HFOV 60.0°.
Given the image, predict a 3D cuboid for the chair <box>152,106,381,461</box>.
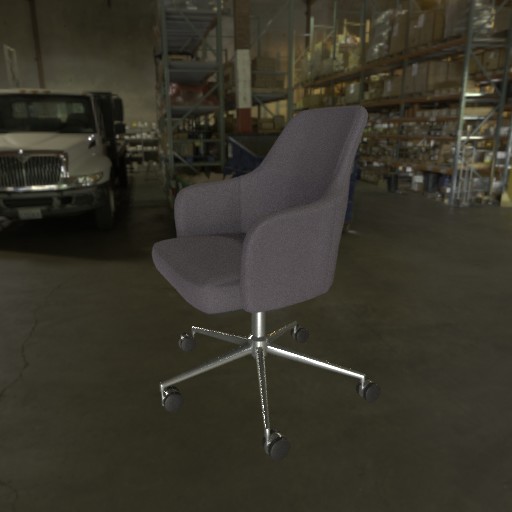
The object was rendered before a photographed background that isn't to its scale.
[{"bbox_3d":[0.000,0.000,1.264,0.600,0.820,0.655,-8,18,-25],"label":"chair"}]
